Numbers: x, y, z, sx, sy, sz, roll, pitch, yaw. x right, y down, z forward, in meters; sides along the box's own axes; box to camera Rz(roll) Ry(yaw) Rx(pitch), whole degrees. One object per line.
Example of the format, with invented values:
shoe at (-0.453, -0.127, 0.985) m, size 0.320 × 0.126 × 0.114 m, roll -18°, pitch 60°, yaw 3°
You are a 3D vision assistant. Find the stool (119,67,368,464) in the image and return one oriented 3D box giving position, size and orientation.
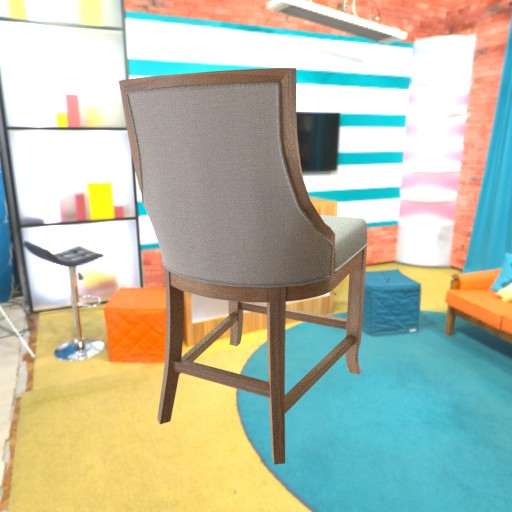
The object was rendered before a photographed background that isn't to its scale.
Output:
stool at (0.000, 0.000, 1.305) m, size 0.524 × 0.938 × 0.626 m, roll 7°, pitch 16°, yaw 26°
